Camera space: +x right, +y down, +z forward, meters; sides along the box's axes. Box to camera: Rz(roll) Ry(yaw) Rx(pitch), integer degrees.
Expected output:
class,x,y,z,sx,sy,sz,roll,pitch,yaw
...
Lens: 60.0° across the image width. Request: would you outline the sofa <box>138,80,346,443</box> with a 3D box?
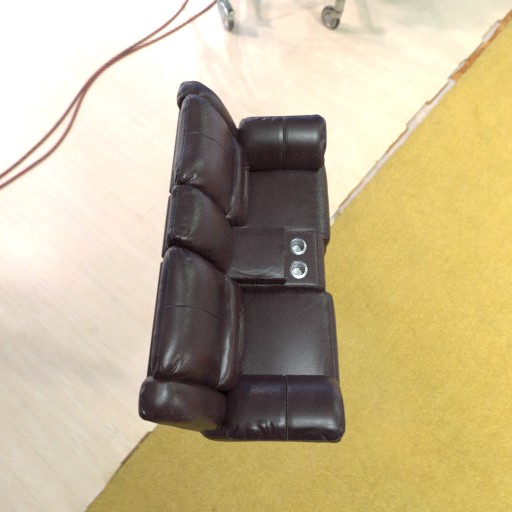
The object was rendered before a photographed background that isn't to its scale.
class,x,y,z,sx,sy,sz,roll,pitch,yaw
sofa,0.000,0.000,2.658,0.991,1.043,2.058,1,65,0
